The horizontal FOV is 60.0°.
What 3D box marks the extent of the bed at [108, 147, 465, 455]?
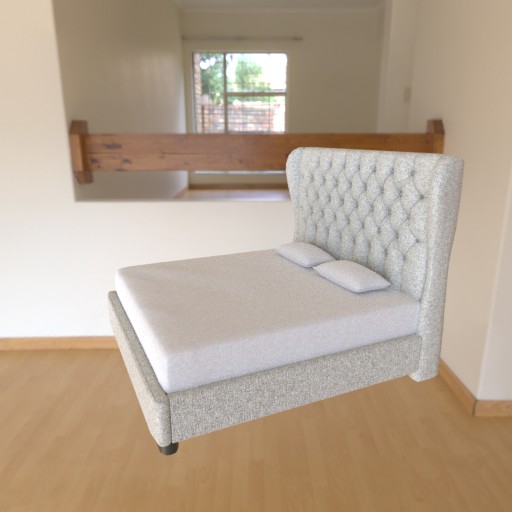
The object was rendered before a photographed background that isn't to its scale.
[{"bbox_3d":[0.000,0.000,3.872,2.347,1.771,2.219,-7,17,-24],"label":"bed"}]
